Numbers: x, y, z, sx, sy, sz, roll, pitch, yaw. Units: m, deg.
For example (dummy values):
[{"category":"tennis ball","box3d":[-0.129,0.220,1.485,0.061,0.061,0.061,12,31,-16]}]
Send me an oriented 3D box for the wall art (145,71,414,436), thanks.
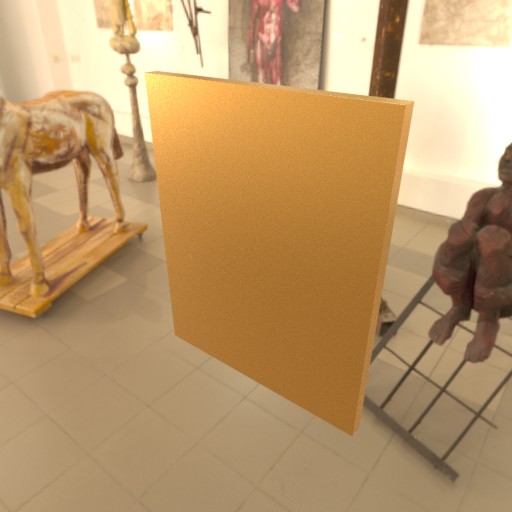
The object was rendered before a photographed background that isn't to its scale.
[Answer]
[{"category":"wall art","box3d":[0.000,0.000,1.044,0.610,0.762,0.038,21,36,32]}]
